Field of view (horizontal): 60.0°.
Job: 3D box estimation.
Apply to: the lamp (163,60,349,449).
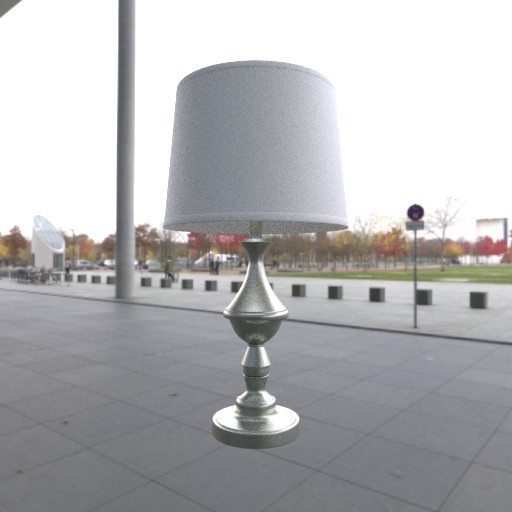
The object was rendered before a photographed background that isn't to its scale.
[{"bbox_3d":[0.000,0.000,0.933,0.383,0.733,0.383,0,-1,0],"label":"lamp"}]
